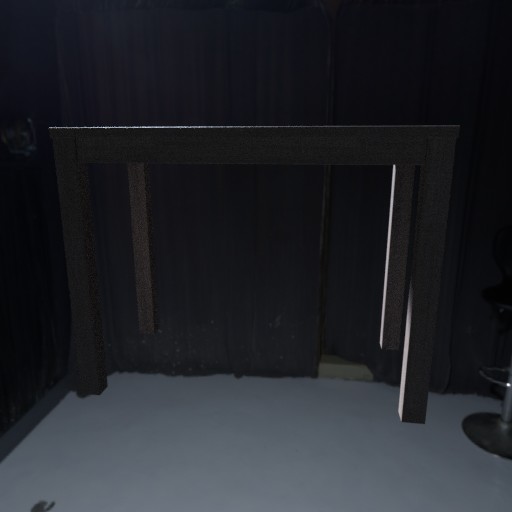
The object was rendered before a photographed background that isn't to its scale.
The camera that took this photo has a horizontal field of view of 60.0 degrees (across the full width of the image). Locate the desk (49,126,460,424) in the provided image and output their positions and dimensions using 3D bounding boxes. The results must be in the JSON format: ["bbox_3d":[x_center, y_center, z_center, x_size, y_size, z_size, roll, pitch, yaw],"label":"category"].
[{"bbox_3d":[0.000,0.000,1.387,0.991,0.762,0.495,2,15,8],"label":"desk"}]
